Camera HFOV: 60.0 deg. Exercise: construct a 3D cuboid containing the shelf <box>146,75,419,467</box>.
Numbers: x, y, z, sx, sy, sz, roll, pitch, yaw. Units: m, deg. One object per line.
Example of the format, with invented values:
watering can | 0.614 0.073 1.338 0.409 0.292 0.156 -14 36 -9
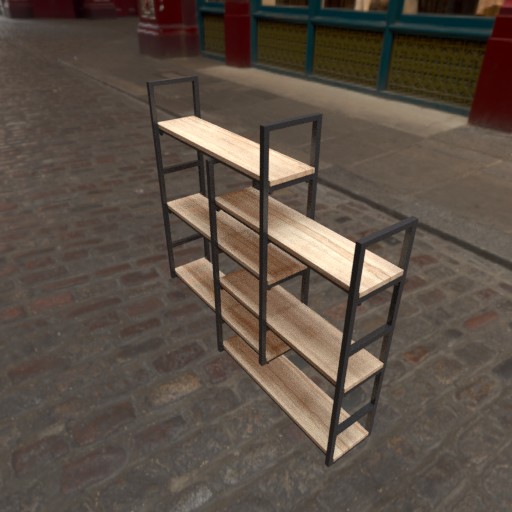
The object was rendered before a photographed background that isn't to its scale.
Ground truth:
shelf | 0.000 0.000 1.401 0.183 0.921 0.946 -22 38 -30
